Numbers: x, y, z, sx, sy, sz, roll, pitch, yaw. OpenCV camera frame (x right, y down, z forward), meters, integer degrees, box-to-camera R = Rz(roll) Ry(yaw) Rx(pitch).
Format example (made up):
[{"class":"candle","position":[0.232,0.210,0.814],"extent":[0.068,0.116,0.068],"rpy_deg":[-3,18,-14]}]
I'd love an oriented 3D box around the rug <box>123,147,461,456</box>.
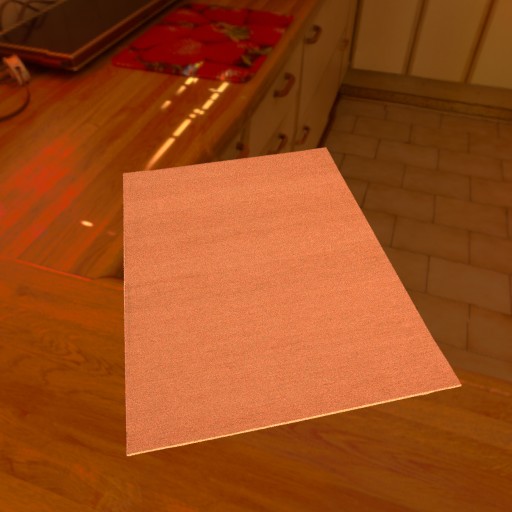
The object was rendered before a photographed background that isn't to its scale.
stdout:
[{"class":"rug","position":[0.000,0.000,4.164],"extent":[2.434,0.045,3.202],"rpy_deg":[-9,47,-8]}]
